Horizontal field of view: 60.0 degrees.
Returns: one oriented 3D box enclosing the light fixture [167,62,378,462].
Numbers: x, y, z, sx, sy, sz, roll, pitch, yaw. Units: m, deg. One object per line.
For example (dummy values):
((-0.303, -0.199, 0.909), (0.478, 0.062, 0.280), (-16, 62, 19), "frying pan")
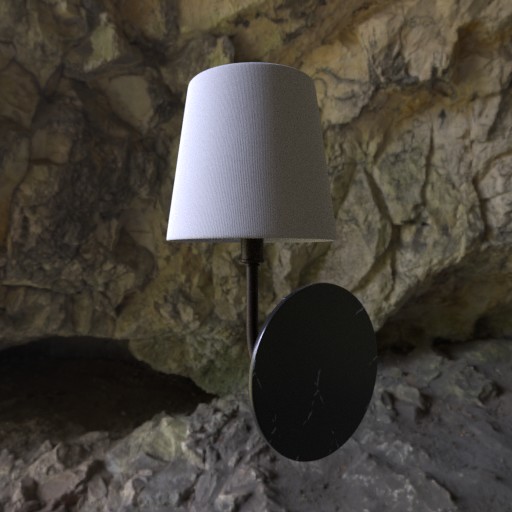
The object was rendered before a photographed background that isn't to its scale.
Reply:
((0.000, 0.000, 0.443), (0.168, 0.337, 0.188), (0, 0, -36), "light fixture")
